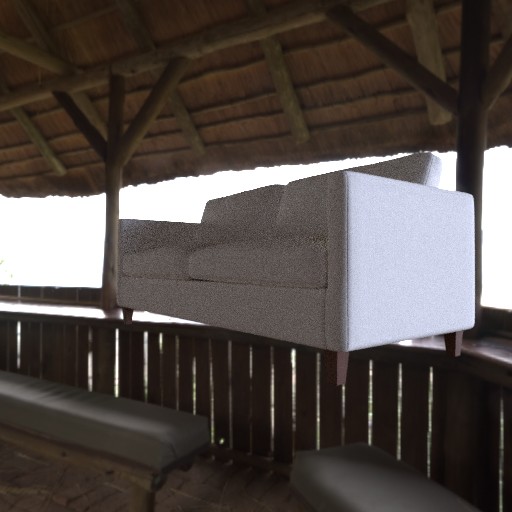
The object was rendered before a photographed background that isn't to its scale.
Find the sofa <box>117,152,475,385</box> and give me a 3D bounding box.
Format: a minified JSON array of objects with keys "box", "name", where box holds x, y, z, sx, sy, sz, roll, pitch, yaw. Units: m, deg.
[{"box":[0.000,0.000,2.582,0.924,0.933,2.139,1,-1,-37],"name":"sofa"}]
